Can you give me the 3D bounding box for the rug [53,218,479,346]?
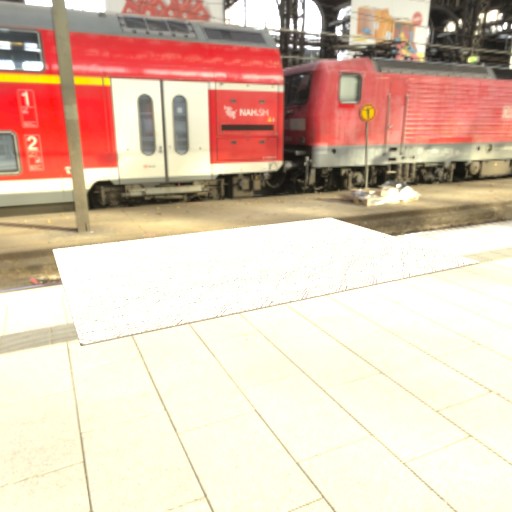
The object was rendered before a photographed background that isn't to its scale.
[{"bbox_3d":[0.000,0.000,2.207,1.783,0.008,1.175,-8,18,-26],"label":"rug"}]
